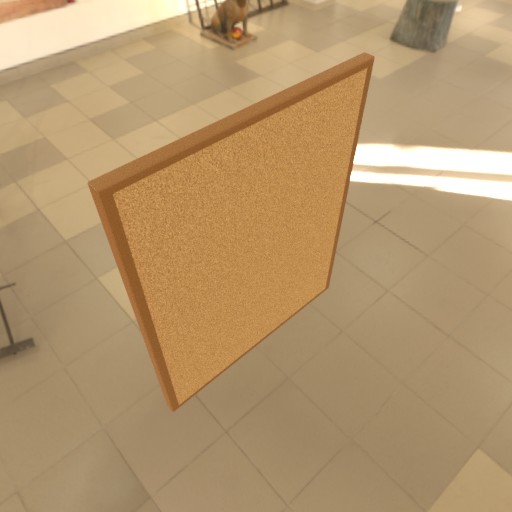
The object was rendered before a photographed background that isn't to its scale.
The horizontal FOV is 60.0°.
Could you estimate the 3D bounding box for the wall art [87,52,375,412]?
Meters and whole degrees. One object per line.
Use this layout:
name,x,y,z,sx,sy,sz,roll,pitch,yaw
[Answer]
wall art,0.000,0.000,0.519,0.310,0.379,0.015,-34,57,-27
